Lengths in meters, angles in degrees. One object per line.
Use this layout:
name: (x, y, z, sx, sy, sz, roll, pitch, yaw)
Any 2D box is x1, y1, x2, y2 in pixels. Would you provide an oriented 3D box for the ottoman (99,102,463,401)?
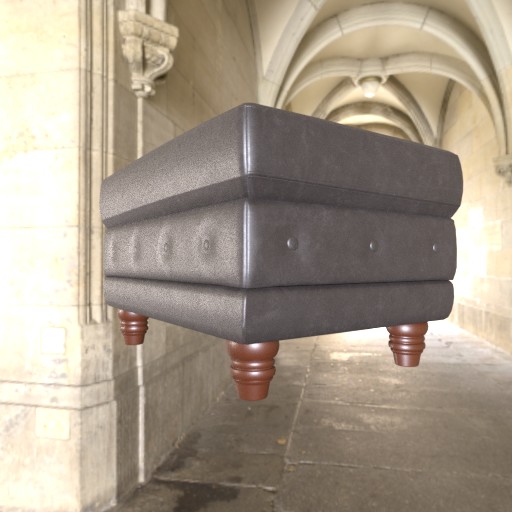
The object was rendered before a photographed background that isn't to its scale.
ottoman: (0.000, 0.000, 1.135, 0.590, 0.498, 0.795, 1, -1, -35)
